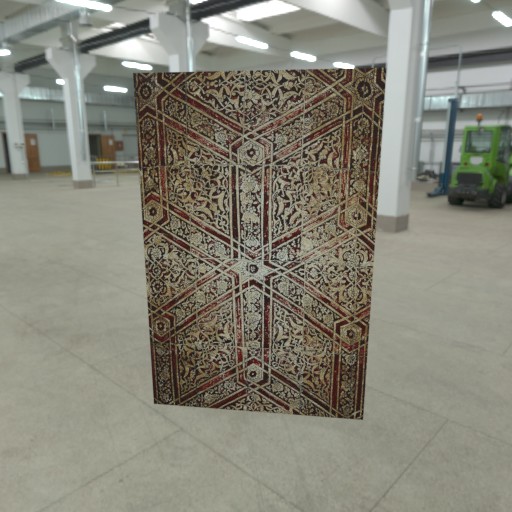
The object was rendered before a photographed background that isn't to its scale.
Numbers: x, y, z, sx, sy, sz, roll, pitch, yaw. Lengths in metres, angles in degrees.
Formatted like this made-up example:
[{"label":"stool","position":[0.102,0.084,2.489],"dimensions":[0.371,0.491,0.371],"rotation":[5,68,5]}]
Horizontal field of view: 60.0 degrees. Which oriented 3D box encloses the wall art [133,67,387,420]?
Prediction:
[{"label":"wall art","position":[0.000,0.000,1.163],"dimensions":[0.599,0.904,0.030],"rotation":[2,14,7]}]
